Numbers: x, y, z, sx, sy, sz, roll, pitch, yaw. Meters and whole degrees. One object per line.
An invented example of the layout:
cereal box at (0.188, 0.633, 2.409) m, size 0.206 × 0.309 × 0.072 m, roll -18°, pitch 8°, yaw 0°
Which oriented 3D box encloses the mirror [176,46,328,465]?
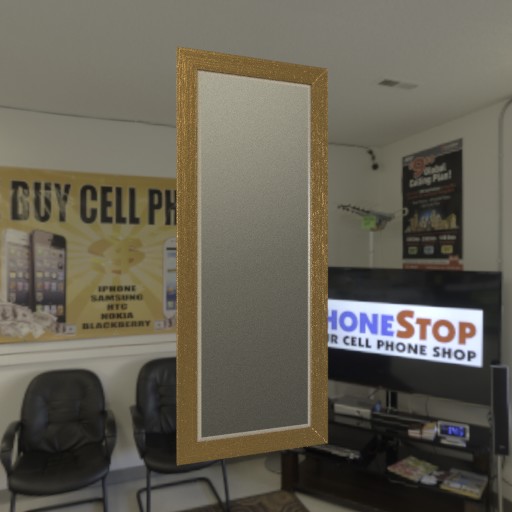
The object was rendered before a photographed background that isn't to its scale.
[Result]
mirror at (0.000, 0.000, 2.289) m, size 0.812 × 2.031 × 0.025 m, roll 0°, pitch 0°, yaw -18°
